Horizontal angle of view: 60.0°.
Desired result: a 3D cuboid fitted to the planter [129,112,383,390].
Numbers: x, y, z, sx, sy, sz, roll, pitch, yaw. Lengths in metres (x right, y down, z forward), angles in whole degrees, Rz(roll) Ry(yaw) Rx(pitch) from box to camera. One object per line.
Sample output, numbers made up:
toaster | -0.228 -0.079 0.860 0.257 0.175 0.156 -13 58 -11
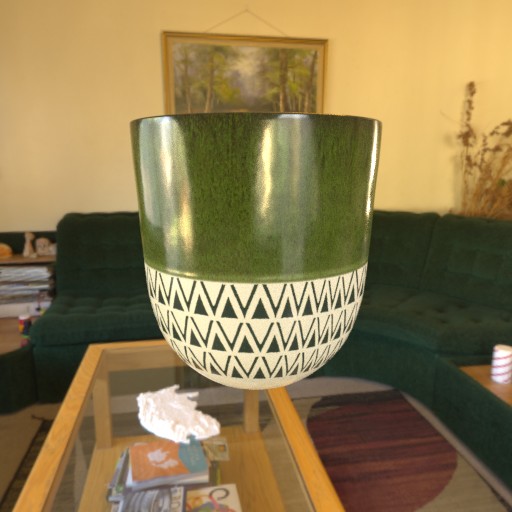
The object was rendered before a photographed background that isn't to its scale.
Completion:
planter | 0.000 0.000 0.473 0.245 0.270 0.245 0 12 0
